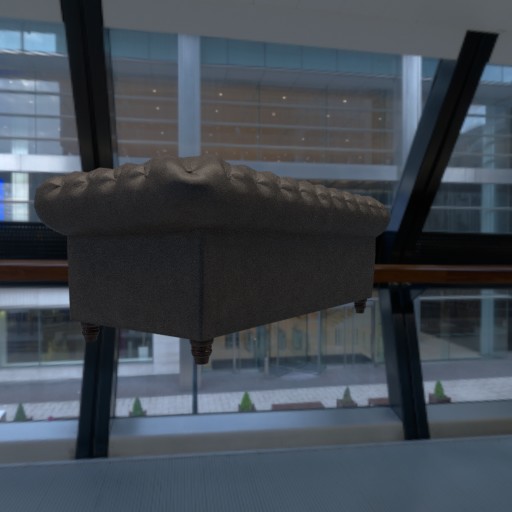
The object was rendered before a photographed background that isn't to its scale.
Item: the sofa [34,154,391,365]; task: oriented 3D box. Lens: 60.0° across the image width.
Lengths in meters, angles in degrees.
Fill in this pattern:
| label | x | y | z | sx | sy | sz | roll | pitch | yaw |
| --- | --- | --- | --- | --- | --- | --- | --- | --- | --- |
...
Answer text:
| label | x | y | z | sx | sy | sz | roll | pitch | yaw |
| --- | --- | --- | --- | --- | --- | --- | --- | --- | --- |
| sofa | 0.000 | 0.000 | 2.478 | 0.944 | 0.779 | 2.048 | 1 | 1 | 35 |
